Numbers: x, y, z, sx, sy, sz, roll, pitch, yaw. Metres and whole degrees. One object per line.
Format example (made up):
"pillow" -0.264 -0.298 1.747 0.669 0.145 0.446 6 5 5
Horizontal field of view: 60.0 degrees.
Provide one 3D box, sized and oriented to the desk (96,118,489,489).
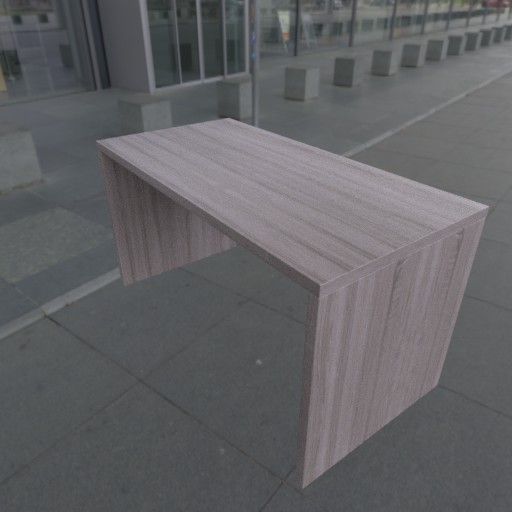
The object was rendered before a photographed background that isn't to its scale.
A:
"desk" 0.000 0.000 1.797 0.690 0.745 1.380 -21 36 -31
